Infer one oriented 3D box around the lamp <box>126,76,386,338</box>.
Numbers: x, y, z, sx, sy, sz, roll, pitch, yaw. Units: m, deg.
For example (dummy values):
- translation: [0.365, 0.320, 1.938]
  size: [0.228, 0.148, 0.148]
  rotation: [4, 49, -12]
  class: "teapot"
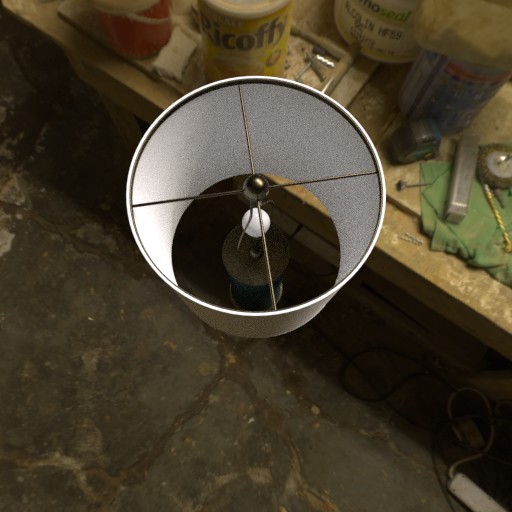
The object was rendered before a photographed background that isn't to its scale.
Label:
- translation: [0.000, 0.000, 0.804]
  size: [0.301, 0.630, 0.301]
  rotation: [36, 77, 9]
  class: "lamp"
